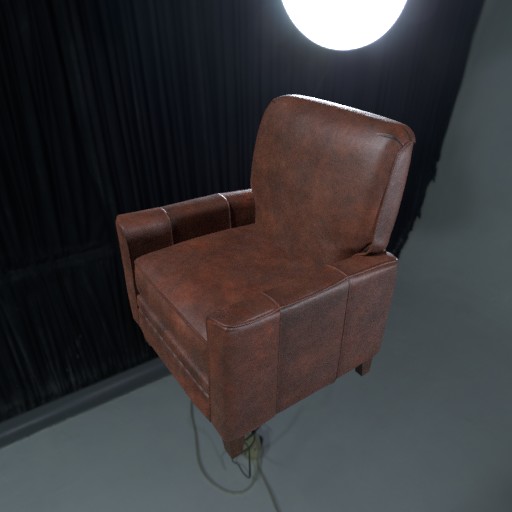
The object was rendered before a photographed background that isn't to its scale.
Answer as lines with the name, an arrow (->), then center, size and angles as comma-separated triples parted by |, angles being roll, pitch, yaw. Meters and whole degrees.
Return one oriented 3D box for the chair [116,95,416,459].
chair -> 0.000, 0.000, 1.717 | 0.836, 1.043, 0.843 | -20, 37, -30
